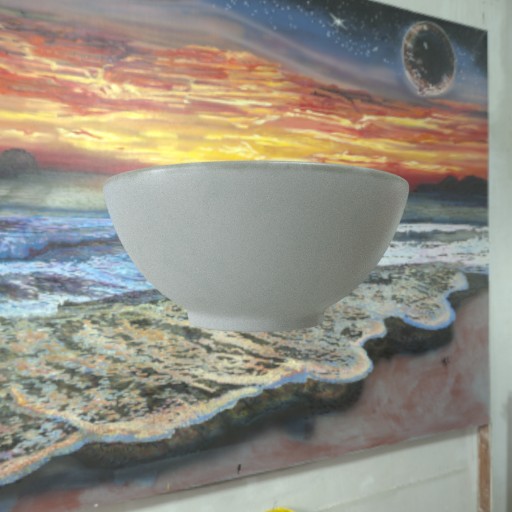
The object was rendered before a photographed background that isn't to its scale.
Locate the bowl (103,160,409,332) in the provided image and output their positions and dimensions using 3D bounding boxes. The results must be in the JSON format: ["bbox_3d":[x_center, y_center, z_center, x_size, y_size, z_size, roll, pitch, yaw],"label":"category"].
[{"bbox_3d":[0.000,0.000,0.410,0.268,0.121,0.268,0,0,0],"label":"bowl"}]
